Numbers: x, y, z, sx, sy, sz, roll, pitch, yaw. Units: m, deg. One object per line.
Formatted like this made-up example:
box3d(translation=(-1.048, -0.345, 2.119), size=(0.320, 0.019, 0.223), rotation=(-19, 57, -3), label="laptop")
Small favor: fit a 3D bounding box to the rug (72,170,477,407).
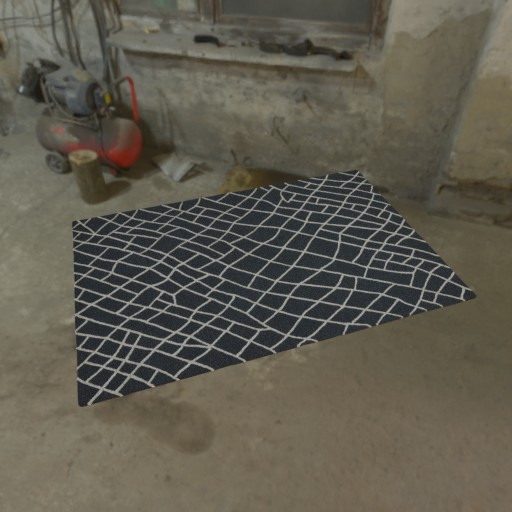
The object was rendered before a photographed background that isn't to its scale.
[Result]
box3d(translation=(0.000, 0.000, 2.332), size=(1.830, 0.013, 1.223), rotation=(-12, 43, -13), label="rug")
